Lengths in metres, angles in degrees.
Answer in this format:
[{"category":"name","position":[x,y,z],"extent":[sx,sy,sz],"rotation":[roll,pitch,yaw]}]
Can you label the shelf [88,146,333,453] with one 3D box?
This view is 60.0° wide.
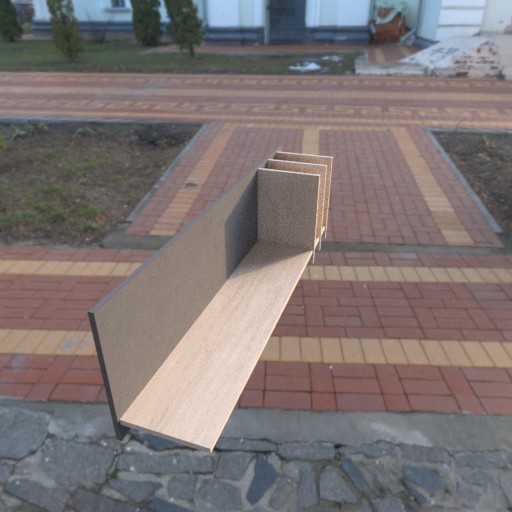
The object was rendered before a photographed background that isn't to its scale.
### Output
[{"category":"shelf","position":[0.000,0.000,1.159],"extent":[0.200,0.300,1.020],"rotation":[10,31,17]}]
